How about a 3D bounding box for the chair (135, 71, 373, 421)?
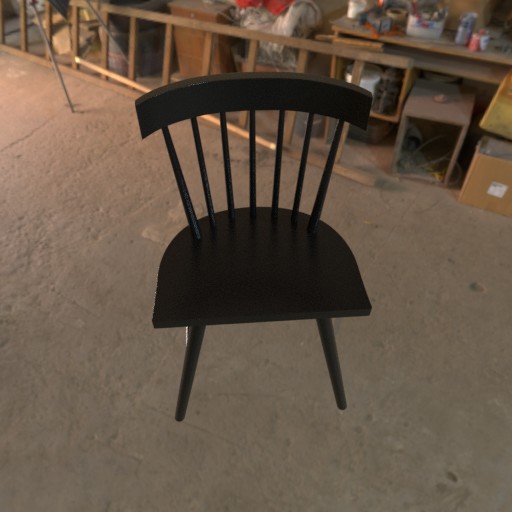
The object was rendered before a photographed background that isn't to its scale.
[{"bbox_3d":[0.000,0.000,1.149,0.506,0.844,0.483,-3,46,-3],"label":"chair"}]
